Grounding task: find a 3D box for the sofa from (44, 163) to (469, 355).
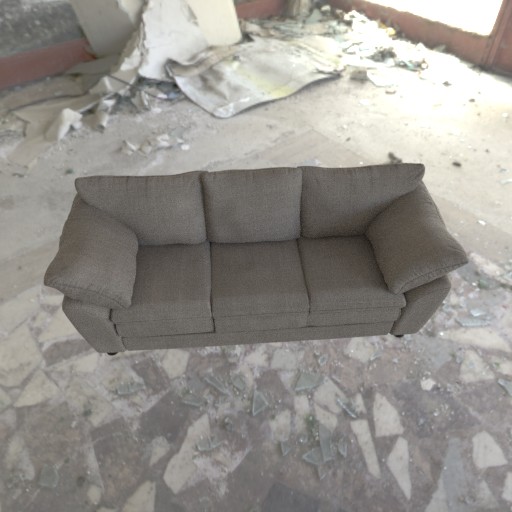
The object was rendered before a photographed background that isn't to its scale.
[{"bbox_3d":[0.000,0.000,2.873,2.334,0.996,0.878,-3,45,-3],"label":"sofa"}]
